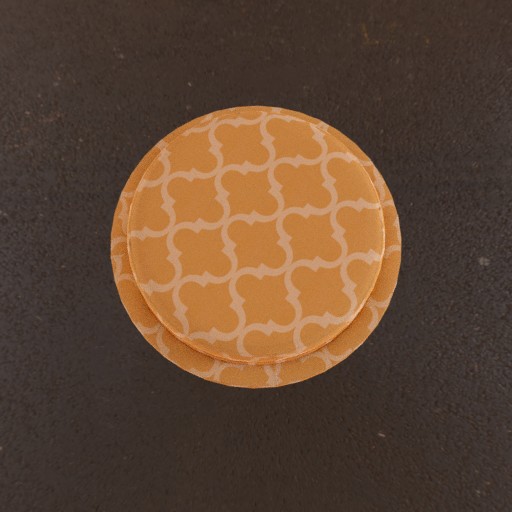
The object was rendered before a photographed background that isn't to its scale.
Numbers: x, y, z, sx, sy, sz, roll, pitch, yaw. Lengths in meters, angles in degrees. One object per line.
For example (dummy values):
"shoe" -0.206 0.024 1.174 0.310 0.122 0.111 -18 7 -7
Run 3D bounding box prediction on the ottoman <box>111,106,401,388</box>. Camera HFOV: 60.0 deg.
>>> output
"ottoman" 0.000 0.000 0.857 0.480 0.429 0.480 0 77 0
